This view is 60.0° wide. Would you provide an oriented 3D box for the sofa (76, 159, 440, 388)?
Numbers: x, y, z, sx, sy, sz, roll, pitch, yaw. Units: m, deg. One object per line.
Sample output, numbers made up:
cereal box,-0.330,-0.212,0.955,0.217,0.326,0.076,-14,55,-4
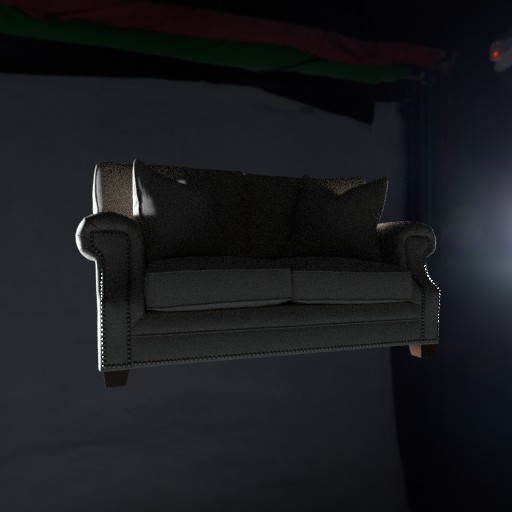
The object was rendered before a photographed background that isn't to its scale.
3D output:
sofa,0.000,0.000,2.290,1.701,0.966,0.966,0,0,-20
